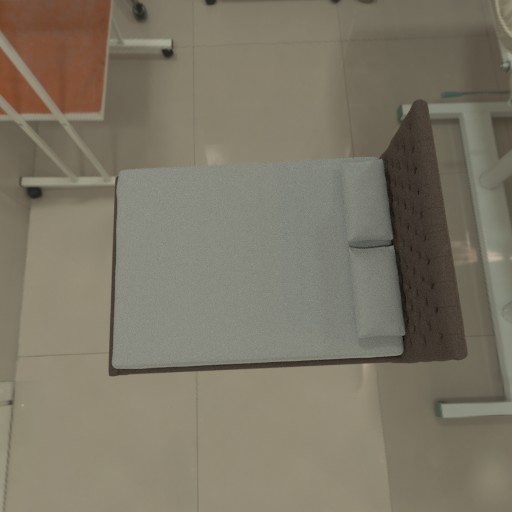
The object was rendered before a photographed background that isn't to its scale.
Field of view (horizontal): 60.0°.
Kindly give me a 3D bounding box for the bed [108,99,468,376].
[{"bbox_3d":[0.000,0.000,3.388,2.387,1.427,1.698,-3,76,-1],"label":"bed"}]
